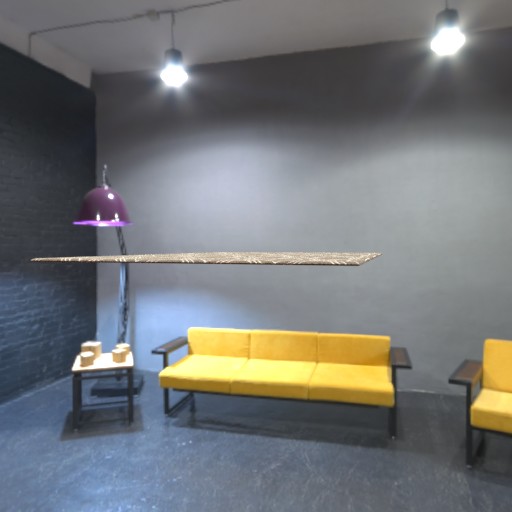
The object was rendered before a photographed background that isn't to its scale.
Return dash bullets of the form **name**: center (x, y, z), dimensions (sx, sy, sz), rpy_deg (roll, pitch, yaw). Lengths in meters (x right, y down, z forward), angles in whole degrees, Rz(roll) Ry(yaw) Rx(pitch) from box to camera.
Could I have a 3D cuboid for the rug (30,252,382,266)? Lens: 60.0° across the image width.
- **rug**: center (0.000, 0.000, 2.379), dimensions (1.239, 0.012, 1.836), rpy_deg (0, 1, 18)
